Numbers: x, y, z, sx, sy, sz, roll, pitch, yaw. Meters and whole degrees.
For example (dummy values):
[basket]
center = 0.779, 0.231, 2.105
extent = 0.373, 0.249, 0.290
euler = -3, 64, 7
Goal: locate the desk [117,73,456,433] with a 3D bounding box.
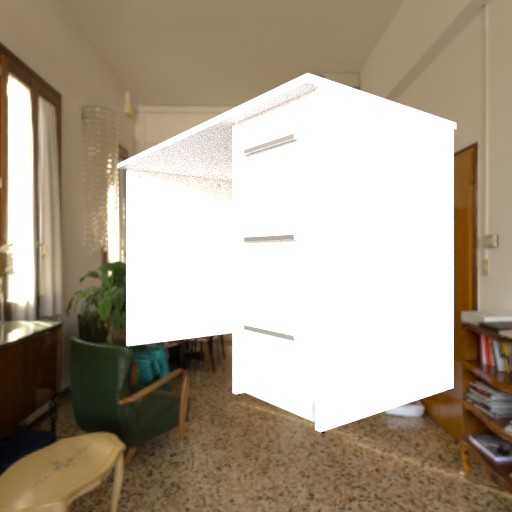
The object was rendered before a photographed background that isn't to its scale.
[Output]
[desk]
center = 0.000, 0.000, 1.494
extent = 0.560, 0.735, 1.097
euler = 0, 0, -37
